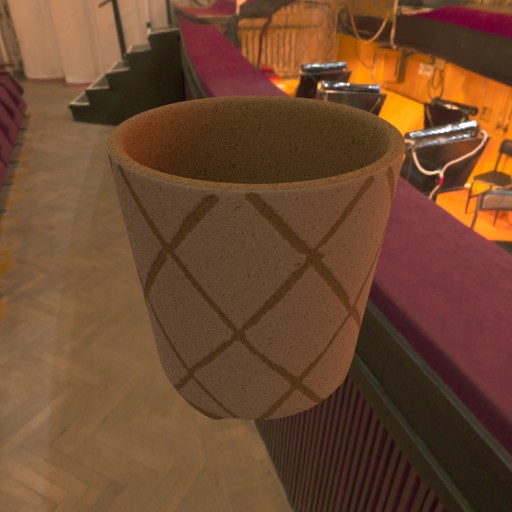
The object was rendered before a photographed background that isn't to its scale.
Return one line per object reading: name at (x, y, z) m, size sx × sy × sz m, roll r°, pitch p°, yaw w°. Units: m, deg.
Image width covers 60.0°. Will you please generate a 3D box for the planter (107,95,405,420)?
planter at (0.000, 0.000, 0.347) m, size 0.191 × 0.199 × 0.191 m, roll 0°, pitch 33°, yaw 0°
